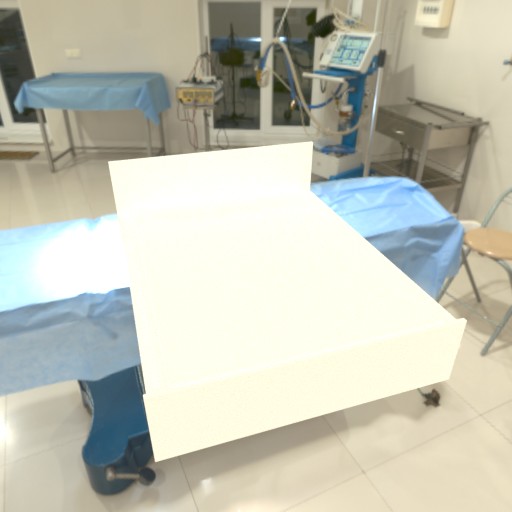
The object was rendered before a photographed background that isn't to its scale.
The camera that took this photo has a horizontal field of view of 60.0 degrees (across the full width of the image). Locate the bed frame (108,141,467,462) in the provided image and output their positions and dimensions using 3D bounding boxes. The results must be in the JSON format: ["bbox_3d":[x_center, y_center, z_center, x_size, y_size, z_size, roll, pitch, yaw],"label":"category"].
[{"bbox_3d":[0.000,0.000,2.852,1.622,0.800,1.960,-10,32,-16],"label":"bed frame"}]
